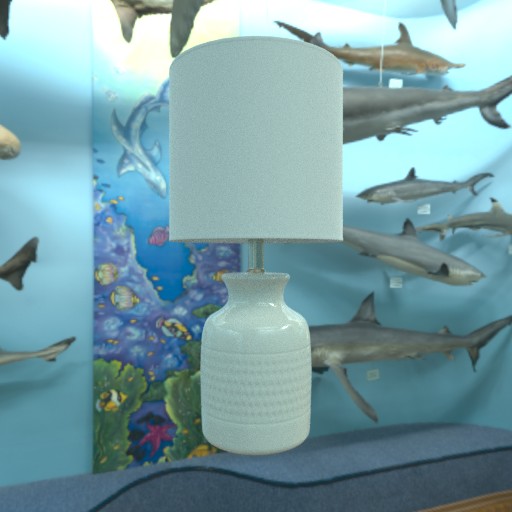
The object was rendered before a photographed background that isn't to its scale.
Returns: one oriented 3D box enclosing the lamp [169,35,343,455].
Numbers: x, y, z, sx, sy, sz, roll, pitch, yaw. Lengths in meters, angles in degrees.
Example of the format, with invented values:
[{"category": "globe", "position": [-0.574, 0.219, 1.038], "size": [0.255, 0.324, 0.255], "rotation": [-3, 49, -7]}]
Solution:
[{"category": "lamp", "position": [0.000, 0.000, 0.488], "size": [0.188, 0.392, 0.188], "rotation": [0, 0, -17]}]
